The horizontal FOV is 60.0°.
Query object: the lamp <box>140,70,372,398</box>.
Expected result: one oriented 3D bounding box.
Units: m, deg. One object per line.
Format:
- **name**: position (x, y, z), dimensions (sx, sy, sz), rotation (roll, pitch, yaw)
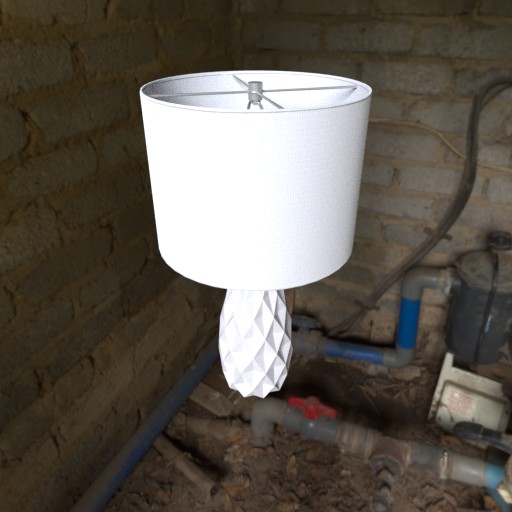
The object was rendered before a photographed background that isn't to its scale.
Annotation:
- **lamp**: position (0.000, 0.000, 0.708), dimensions (0.297, 0.522, 0.297), rotation (0, 30, 0)
